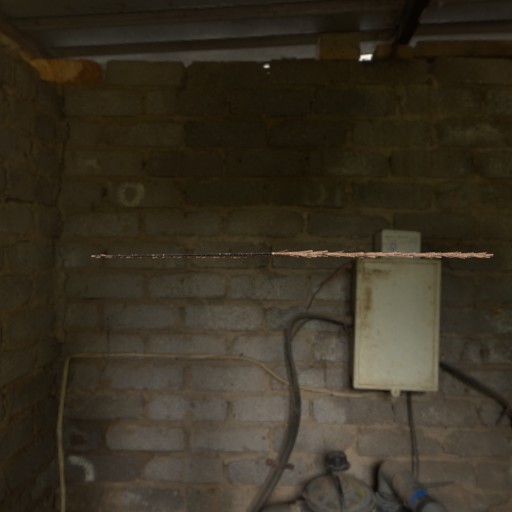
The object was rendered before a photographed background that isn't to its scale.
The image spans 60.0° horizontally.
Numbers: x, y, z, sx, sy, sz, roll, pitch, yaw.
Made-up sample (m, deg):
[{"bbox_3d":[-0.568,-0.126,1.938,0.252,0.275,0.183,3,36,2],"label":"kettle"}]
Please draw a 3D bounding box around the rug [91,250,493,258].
[{"bbox_3d":[0.000,0.000,2.462,1.224,0.027,2.021,0,0,-36],"label":"rug"}]
